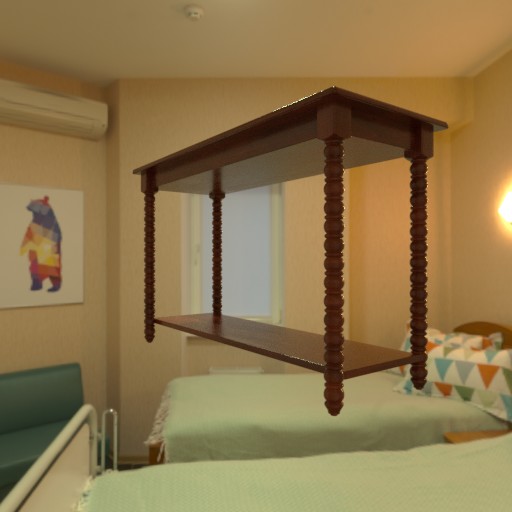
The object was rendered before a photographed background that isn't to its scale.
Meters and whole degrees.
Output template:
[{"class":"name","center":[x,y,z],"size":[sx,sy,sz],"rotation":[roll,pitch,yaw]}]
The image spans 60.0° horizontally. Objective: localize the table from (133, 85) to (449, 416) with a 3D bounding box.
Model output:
[{"class":"table","center":[0.000,0.000,1.562],"size":[0.459,0.740,1.184],"rotation":[0,0,-36]}]
